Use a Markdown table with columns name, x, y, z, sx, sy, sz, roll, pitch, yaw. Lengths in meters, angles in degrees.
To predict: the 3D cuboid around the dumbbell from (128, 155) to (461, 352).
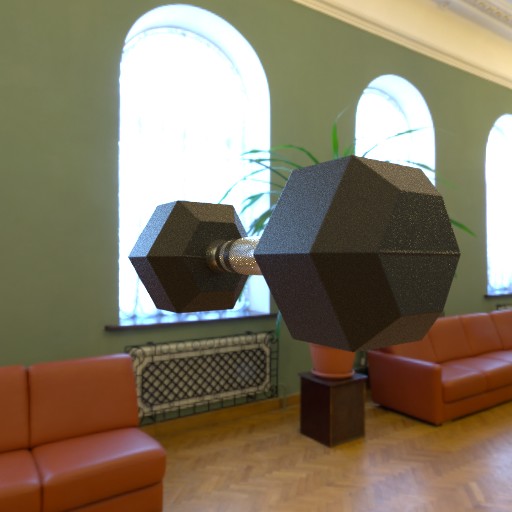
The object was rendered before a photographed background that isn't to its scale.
| name | x | y | z | sx | sy | sz | roll | pitch | yaw |
| --- | --- | --- | --- | --- | --- | --- | --- | --- | --- |
| dumbbell | 0.000 | 0.000 | 0.419 | 0.141 | 0.123 | 0.356 | 0 | -1 | -35 |
